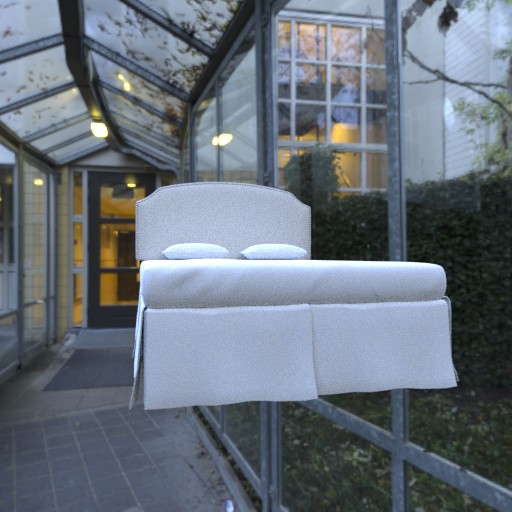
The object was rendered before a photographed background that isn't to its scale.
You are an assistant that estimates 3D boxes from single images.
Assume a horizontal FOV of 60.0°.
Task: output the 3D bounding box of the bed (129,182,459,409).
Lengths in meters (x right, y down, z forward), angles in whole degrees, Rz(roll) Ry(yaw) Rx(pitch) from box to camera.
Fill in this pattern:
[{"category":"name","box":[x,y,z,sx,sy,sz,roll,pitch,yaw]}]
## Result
[{"category":"bed","box":[0.000,0.000,2.890,1.558,1.270,1.999,0,0,-15]}]
